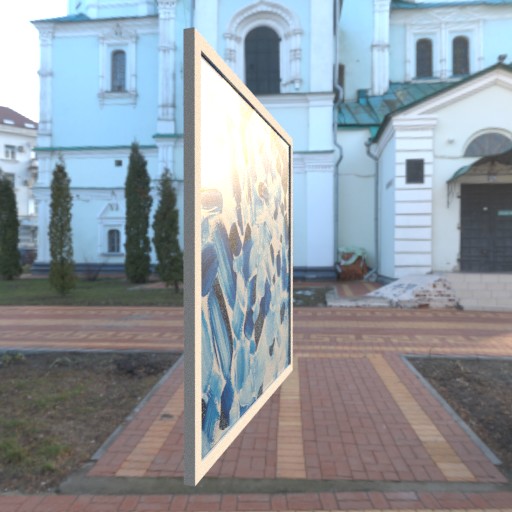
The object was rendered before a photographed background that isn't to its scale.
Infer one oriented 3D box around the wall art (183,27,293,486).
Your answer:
[{"bbox_3d":[0.000,0.000,0.661,0.012,0.457,0.457,0,0,17],"label":"wall art"}]
